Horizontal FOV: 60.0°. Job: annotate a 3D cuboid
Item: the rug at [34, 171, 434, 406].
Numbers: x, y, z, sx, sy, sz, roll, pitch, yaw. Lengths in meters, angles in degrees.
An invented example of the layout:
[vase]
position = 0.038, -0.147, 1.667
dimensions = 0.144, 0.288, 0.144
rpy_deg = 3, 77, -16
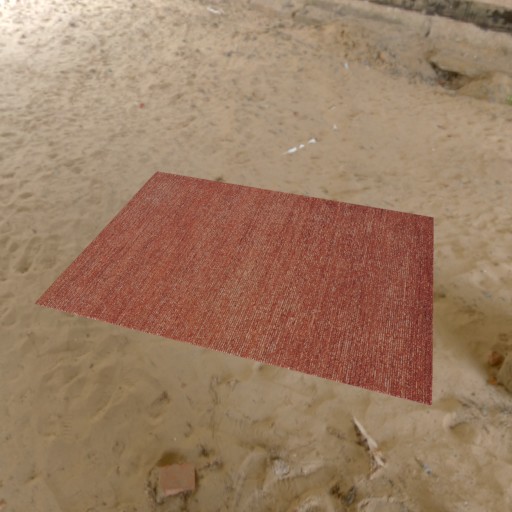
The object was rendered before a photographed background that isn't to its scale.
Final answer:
[rug]
position = 0.000, 0.000, 5.177
dimensions = 3.965, 0.025, 2.803
rpy_deg = 11, 42, 13
